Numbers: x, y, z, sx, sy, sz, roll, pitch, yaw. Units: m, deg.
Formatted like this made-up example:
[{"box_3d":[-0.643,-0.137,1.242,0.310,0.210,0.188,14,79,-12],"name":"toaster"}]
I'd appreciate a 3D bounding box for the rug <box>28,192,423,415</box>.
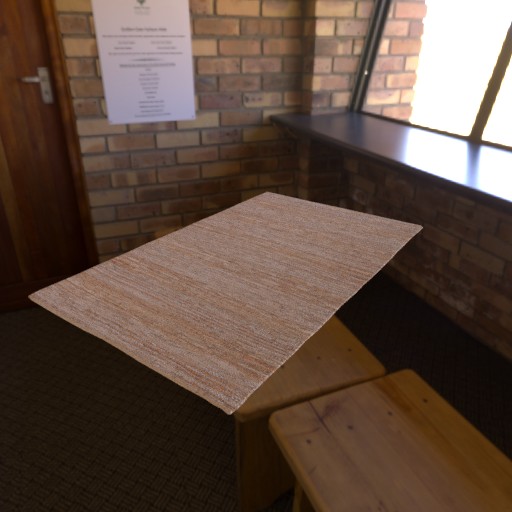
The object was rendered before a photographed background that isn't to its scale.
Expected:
[{"box_3d":[0.000,0.000,3.045,1.529,0.009,2.446,18,31,32],"name":"rug"}]
